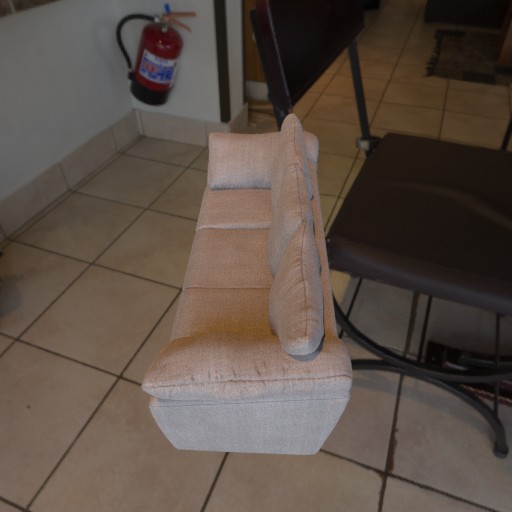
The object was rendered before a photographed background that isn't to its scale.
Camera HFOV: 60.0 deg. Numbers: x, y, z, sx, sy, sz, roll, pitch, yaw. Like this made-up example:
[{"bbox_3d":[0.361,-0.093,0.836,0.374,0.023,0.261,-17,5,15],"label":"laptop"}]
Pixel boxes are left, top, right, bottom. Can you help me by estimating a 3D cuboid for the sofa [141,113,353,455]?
[{"bbox_3d":[0.000,0.000,2.807,0.878,0.996,2.334,1,41,2],"label":"sofa"}]
